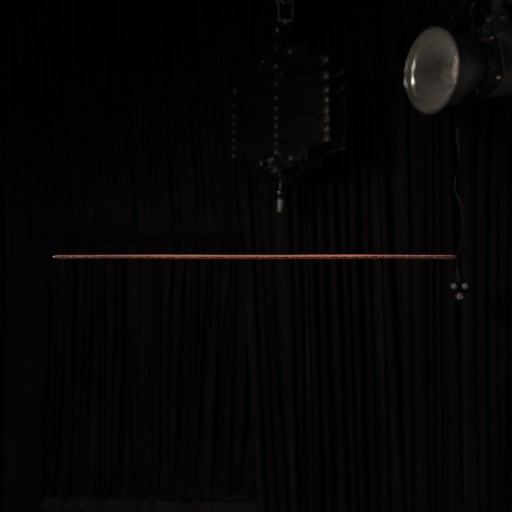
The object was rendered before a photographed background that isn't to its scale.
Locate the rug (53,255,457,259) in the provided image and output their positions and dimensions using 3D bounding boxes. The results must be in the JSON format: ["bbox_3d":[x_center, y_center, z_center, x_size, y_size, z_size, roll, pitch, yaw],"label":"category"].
[{"bbox_3d":[0.000,0.000,5.043,2.803,0.025,3.965,0,0,0],"label":"rug"}]
